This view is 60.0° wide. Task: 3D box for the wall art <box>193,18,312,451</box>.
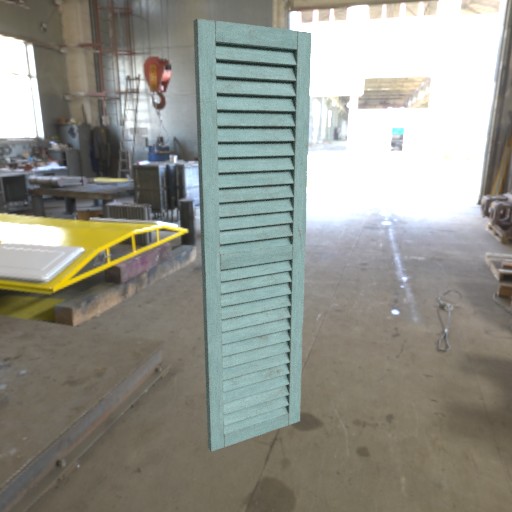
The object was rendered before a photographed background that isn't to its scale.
[{"bbox_3d":[0.000,0.000,1.299,0.329,1.219,0.025,-8,17,-26],"label":"wall art"}]
